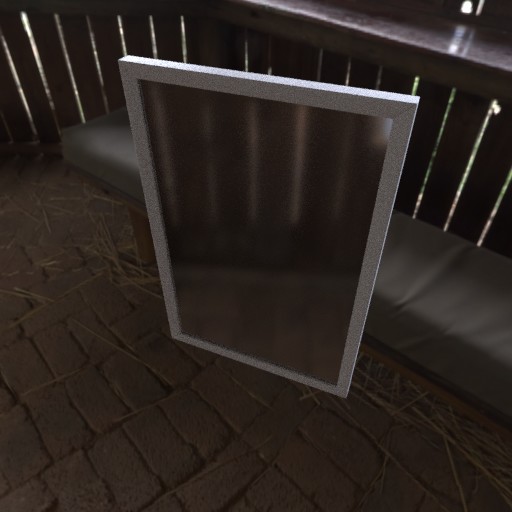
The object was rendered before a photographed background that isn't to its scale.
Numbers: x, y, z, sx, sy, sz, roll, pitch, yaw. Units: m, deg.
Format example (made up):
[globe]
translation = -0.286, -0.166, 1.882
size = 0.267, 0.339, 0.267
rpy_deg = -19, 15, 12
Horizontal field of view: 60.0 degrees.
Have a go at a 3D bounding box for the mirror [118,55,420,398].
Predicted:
[mirror]
translation = 0.000, 0.000, 1.153
size = 0.609, 0.914, 0.041
rpy_deg = 15, 43, 17
